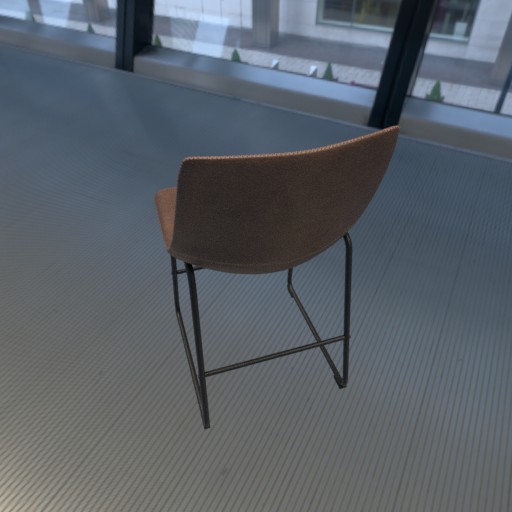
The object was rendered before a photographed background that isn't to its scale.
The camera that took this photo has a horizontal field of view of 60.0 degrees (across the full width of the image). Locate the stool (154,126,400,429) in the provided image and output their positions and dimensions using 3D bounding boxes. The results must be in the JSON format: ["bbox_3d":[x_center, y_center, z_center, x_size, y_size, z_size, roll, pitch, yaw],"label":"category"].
[{"bbox_3d":[0.000,0.000,1.172,0.460,0.890,0.550,-12,42,-13],"label":"stool"}]
